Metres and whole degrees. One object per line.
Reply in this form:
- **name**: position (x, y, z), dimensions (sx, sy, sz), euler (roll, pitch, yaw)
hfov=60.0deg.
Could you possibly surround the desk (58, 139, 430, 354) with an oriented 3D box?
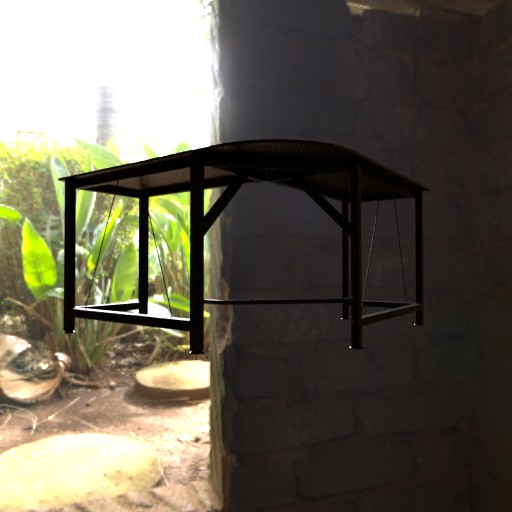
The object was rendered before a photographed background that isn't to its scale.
- **desk**: position (0.000, 0.000, 2.333), dimensions (1.400, 0.762, 1.400), euler (-1, -2, 36)
